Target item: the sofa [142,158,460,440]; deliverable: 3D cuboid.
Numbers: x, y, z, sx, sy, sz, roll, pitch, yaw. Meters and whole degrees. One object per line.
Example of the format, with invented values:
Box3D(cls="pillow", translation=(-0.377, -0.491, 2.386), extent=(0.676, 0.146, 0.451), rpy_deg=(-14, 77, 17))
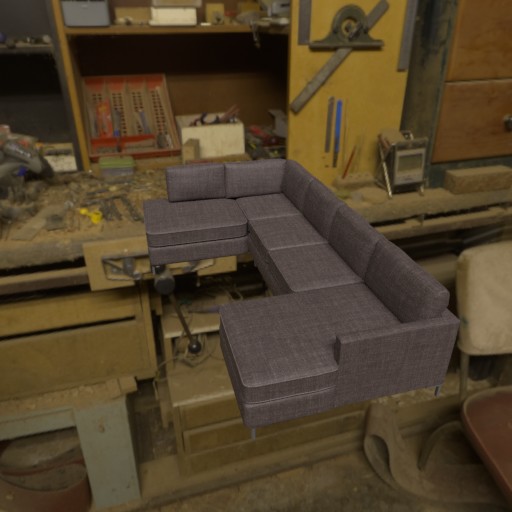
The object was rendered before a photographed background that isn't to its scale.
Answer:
Box3D(cls="sofa", translation=(0.000, 0.000, 4.367), extent=(2.048, 0.999, 3.423), rpy_deg=(-7, 30, -13))
